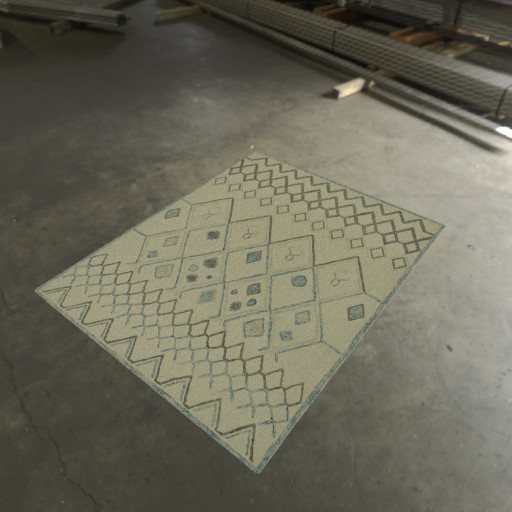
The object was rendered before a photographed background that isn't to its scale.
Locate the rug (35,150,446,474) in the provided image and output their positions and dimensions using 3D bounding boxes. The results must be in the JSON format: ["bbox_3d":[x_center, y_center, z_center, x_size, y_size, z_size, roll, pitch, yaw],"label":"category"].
[{"bbox_3d":[0.000,0.000,4.113,2.441,0.013,3.056,28,50,27],"label":"rug"}]
